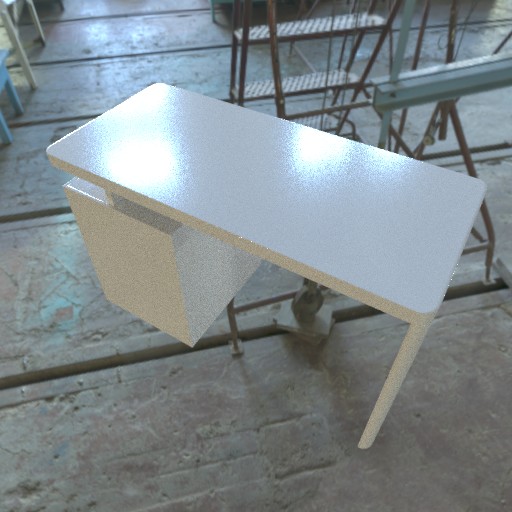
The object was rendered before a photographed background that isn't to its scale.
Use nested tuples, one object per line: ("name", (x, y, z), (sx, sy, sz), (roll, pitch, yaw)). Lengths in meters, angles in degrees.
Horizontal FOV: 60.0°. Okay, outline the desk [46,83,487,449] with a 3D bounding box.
("desk", (0.000, 0.000, 1.568), (1.200, 0.760, 0.550), (24, 51, 21))
